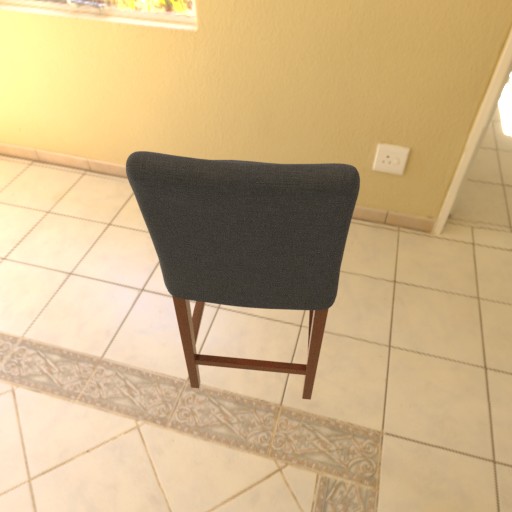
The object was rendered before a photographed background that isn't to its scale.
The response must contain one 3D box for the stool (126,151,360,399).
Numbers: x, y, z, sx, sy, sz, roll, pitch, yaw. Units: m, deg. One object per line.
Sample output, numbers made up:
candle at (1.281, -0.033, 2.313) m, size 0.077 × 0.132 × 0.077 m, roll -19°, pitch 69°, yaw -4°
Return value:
stool at (0.000, 0.000, 1.289) m, size 0.470 × 0.981 × 0.577 m, roll 4°, pitch 47°, yaw 4°
